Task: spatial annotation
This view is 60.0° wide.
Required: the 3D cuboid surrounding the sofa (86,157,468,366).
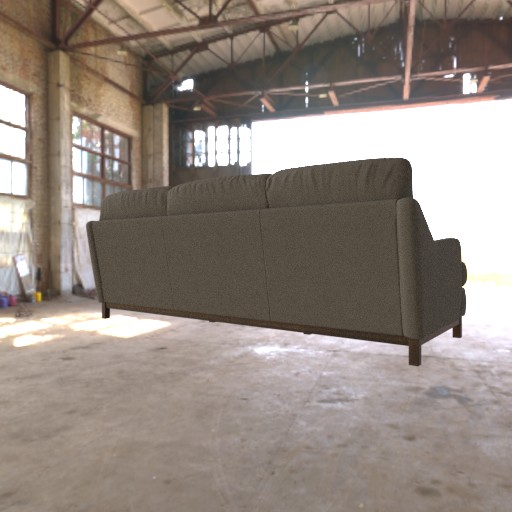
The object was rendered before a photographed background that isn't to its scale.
[{"bbox_3d":[0.000,0.000,2.863,2.344,0.926,0.987,0,1,37],"label":"sofa"}]
